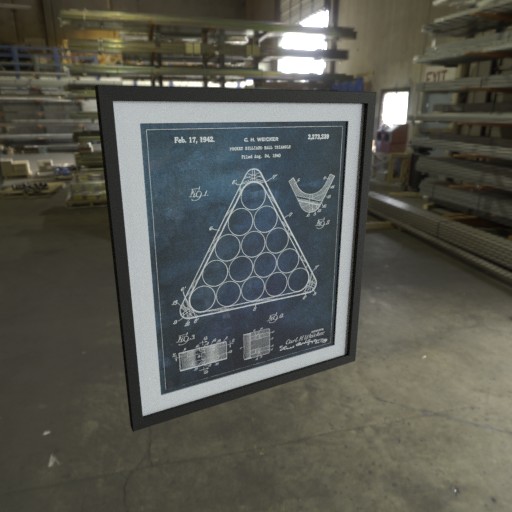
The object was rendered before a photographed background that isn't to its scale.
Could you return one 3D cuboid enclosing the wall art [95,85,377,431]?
[{"bbox_3d":[0.000,0.000,1.225,0.755,0.863,0.028,-9,20,-26],"label":"wall art"}]
